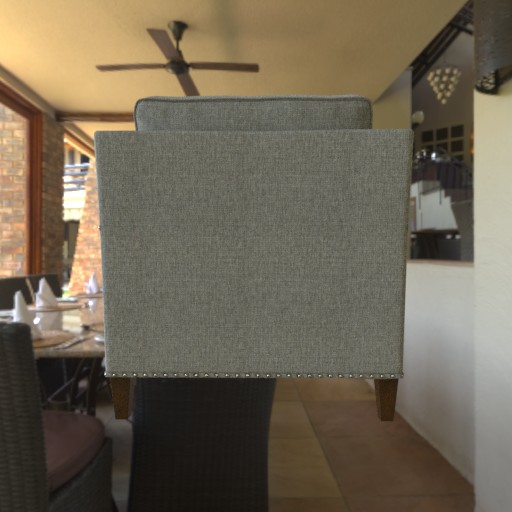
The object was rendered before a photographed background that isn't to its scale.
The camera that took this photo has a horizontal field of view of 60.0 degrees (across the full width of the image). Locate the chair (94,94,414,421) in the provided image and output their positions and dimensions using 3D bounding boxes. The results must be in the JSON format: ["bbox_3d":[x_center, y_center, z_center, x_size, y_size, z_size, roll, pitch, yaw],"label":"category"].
[{"bbox_3d":[0.000,0.000,1.661,0.853,0.943,1.014,0,0,1],"label":"chair"}]
